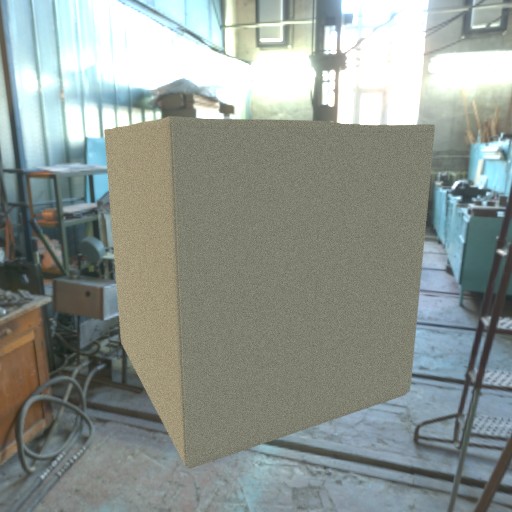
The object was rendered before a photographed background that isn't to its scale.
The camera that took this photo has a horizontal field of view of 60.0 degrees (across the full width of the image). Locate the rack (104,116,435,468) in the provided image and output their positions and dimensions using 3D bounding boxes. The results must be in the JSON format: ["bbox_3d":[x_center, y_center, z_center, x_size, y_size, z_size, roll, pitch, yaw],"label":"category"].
[{"bbox_3d":[0.000,0.000,0.501,0.270,0.280,0.270,-7,16,-27],"label":"rack"}]
